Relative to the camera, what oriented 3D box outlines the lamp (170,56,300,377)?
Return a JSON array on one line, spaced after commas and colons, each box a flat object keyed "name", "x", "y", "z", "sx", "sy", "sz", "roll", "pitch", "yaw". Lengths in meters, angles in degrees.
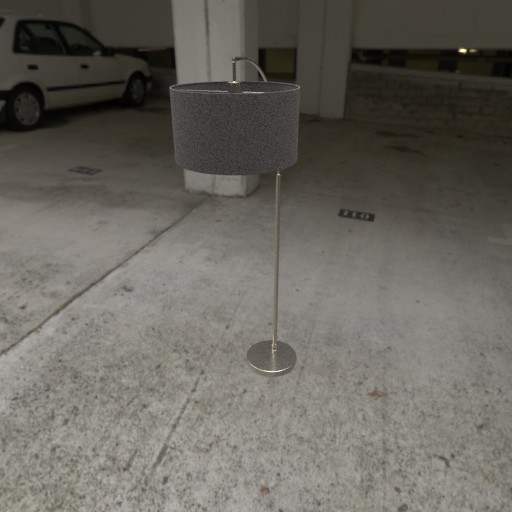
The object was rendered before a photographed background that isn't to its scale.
[{"name": "lamp", "x": 0.000, "y": 0.000, "z": 2.098, "sx": 0.452, "sy": 1.735, "sz": 0.934, "roll": 8, "pitch": 27, "yaw": 16}]
